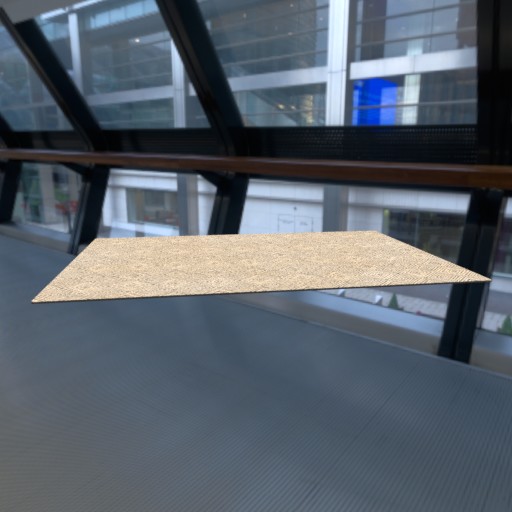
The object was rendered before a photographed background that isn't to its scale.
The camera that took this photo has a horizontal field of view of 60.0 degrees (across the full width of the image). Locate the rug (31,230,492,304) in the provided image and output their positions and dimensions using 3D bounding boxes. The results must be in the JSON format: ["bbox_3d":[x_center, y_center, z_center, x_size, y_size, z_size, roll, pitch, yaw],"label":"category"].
[{"bbox_3d":[0.000,0.000,2.252,1.783,0.008,1.175,-2,13,-9],"label":"rug"}]
